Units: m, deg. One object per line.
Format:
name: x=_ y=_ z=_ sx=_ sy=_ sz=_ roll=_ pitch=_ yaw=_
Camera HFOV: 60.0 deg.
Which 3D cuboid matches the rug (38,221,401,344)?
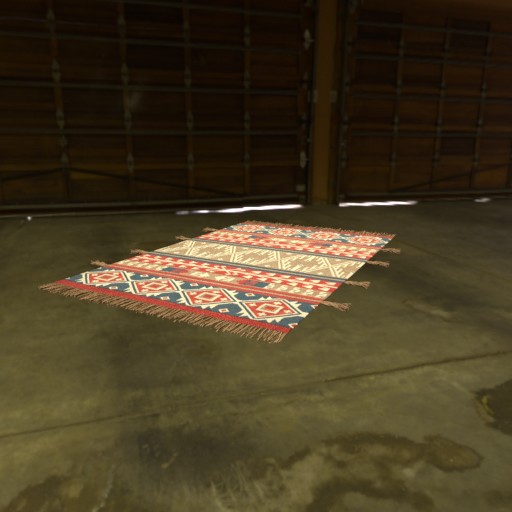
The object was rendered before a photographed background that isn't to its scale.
rug: x=0.000 y=0.000 z=3.167 sx=1.778 sy=0.048 sz=2.450 roll=8 pitch=16 yaw=27
